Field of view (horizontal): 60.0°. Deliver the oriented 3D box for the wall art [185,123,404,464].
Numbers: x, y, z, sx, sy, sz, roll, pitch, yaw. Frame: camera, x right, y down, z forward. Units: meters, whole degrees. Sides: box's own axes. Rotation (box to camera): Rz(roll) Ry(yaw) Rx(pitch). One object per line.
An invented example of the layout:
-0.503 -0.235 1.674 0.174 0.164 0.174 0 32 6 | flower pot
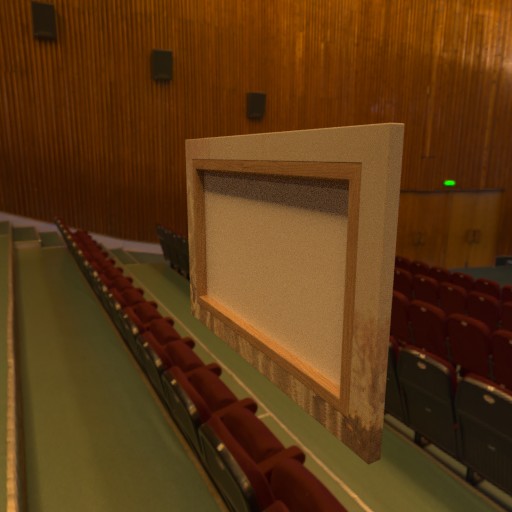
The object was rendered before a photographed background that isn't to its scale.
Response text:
0.000 0.000 1.434 0.041 0.758 1.142 -7 15 -28 | wall art
